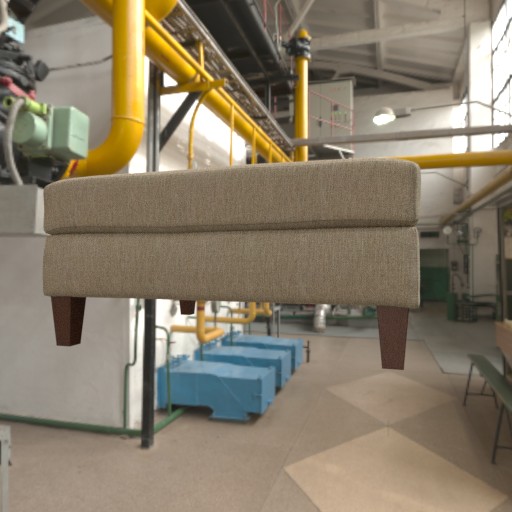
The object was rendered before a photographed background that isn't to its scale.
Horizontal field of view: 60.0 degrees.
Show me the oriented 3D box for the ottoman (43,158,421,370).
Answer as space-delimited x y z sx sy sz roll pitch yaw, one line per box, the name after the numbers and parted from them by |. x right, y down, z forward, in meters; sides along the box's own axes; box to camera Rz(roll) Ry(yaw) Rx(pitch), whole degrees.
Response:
0.000 0.000 1.437 0.976 0.492 0.836 0 -1 18 | ottoman
